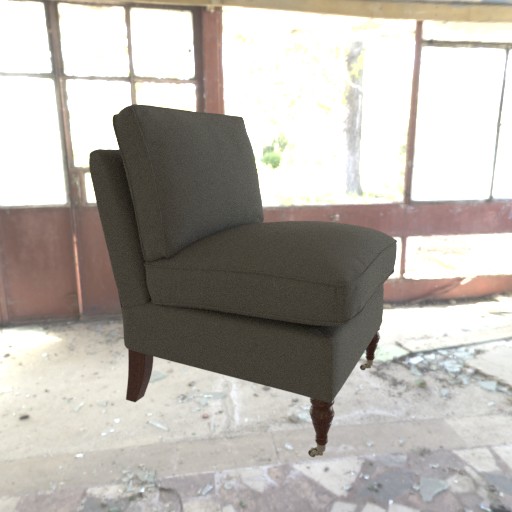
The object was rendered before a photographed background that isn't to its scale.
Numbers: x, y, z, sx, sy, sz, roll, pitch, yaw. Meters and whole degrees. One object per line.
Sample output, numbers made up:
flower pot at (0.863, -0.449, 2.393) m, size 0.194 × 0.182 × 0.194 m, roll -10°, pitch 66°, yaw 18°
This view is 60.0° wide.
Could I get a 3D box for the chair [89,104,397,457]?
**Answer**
chair at (0.000, 0.000, 1.649) m, size 0.924 × 1.045 × 0.724 m, roll 7°, pitch 15°, yaw 27°
